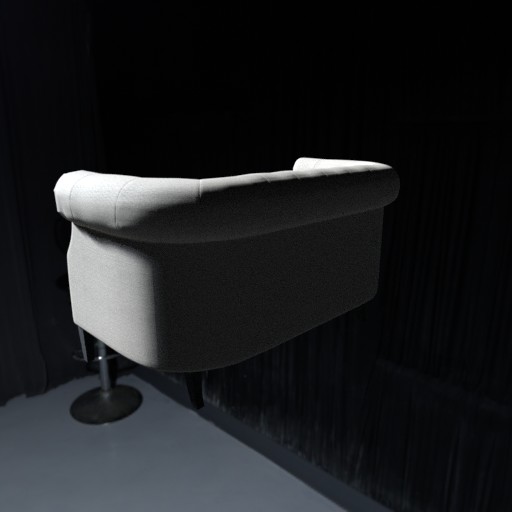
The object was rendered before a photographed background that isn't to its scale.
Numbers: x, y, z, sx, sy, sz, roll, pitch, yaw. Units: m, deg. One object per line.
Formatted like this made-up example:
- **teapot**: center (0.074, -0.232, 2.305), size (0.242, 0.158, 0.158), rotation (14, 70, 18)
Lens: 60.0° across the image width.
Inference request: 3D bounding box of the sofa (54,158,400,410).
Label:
- **sofa**: center (0.000, 0.000, 2.049), size (0.835, 0.827, 1.558), rotation (15, 21, 43)
